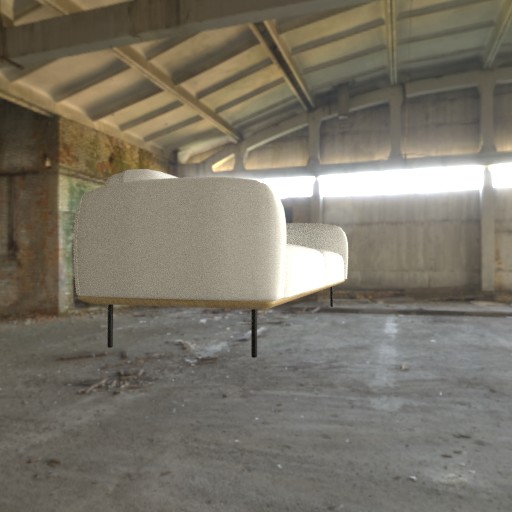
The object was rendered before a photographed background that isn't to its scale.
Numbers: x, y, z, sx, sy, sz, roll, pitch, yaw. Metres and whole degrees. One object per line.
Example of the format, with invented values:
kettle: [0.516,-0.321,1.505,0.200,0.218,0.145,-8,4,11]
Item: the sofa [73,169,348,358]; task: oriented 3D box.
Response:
sofa: [0.000,0.000,2.675,0.870,0.780,2.280,0,-1,18]
